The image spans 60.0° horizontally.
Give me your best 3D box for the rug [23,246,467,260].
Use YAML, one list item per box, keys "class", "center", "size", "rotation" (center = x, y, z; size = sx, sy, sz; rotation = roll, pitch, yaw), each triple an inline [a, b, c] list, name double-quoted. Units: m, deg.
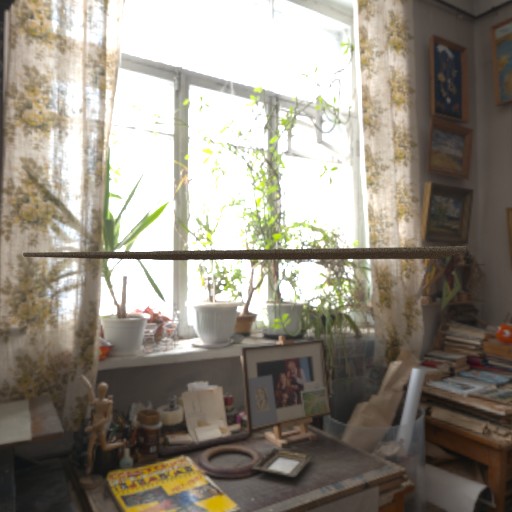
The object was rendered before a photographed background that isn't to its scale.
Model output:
- class: "rug"
  center: [0.000, 0.000, 2.895]
  size: [2.346, 0.025, 1.500]
  rotation: [-1, -2, 19]
